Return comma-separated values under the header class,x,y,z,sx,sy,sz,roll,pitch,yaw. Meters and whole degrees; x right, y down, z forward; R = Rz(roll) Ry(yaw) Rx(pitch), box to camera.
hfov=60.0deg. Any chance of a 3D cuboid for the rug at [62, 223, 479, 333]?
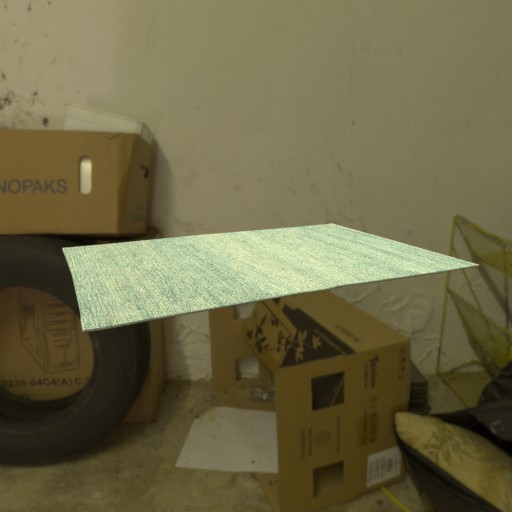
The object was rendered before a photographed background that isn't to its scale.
class,x,y,z,sx,sy,sz,roll,pitch,yaw
rug,0.000,0.000,5.196,4.078,0.052,2.802,-7,16,-24
